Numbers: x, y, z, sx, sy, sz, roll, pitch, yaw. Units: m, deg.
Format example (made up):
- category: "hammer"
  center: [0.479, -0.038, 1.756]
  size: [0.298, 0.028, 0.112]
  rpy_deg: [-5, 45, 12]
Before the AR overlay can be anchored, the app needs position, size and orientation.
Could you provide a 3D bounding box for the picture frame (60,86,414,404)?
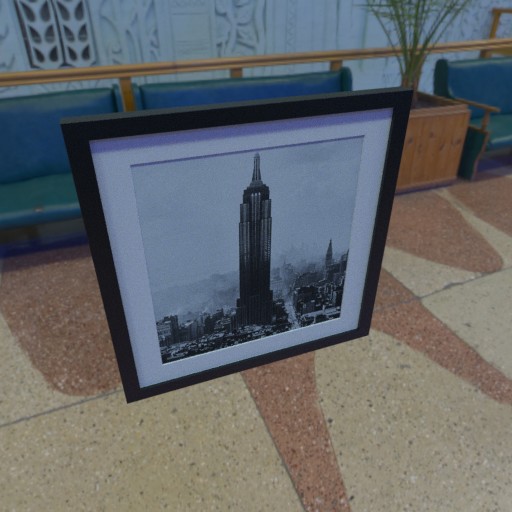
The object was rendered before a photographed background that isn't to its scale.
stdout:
- category: "picture frame"
  center: [0.000, 0.000, 0.825]
  size: [0.559, 0.557, 0.029]
  rpy_deg: [-12, 35, -17]
